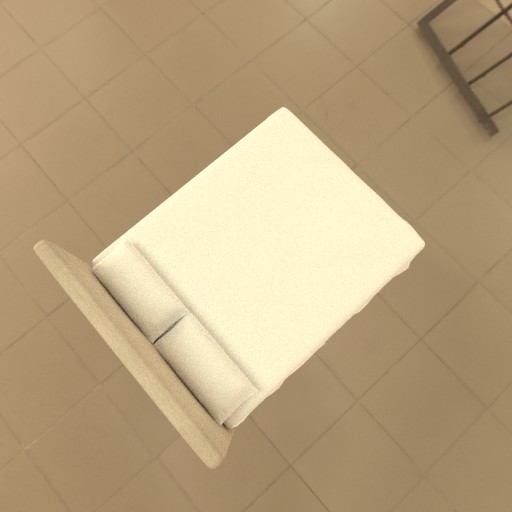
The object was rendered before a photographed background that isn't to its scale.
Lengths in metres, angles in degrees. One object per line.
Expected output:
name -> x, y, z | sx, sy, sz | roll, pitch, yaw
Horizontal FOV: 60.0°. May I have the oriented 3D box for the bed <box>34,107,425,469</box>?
bed -> 0.000, 0.000, 3.270 | 2.162, 1.330, 1.713 | -41, 79, -10
